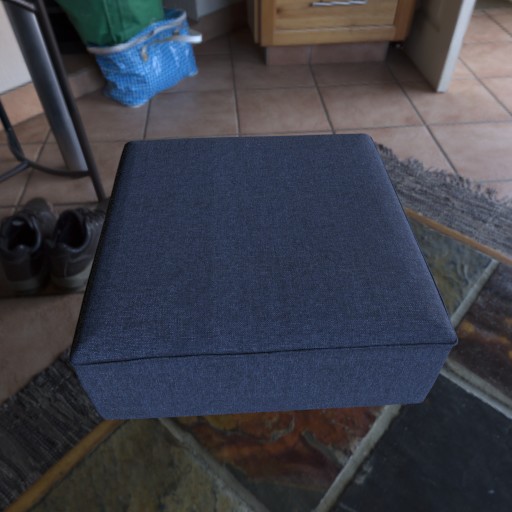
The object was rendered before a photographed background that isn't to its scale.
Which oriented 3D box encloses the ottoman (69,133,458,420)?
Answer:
[{"bbox_3d":[0.000,0.000,1.579,1.017,0.423,1.023,-2,47,-2],"label":"ottoman"}]
